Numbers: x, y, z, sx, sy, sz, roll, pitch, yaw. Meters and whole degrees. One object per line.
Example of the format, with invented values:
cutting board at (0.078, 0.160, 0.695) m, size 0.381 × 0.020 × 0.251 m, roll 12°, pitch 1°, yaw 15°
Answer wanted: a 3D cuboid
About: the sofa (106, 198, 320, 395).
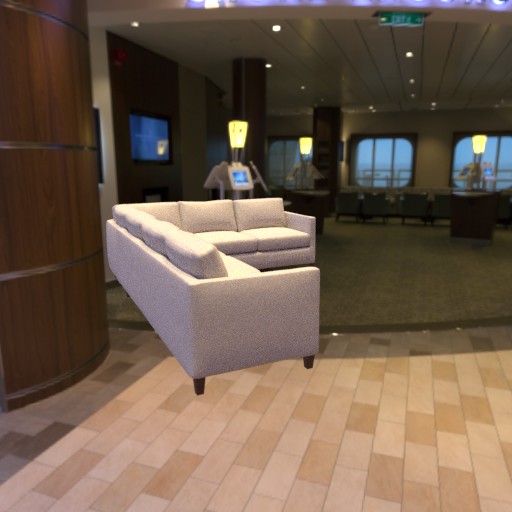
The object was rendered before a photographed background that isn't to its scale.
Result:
sofa at (0.000, 0.000, 4.563) m, size 2.522 × 0.934 × 3.333 m, roll -6°, pitch 13°, yaw -26°
